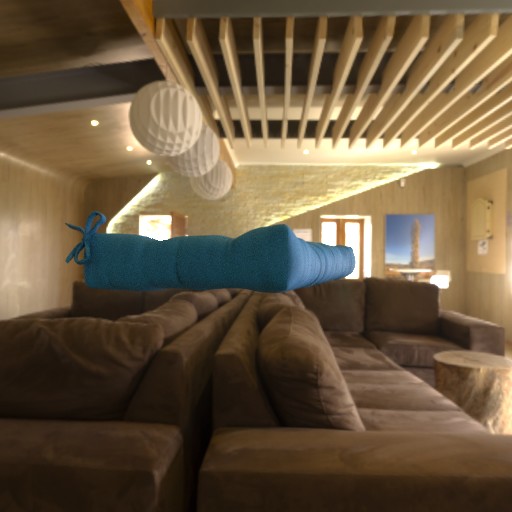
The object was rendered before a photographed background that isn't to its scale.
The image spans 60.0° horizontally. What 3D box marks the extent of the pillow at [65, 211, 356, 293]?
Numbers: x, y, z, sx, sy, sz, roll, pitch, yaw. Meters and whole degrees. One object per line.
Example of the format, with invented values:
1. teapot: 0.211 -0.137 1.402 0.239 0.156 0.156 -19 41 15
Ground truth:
1. pillow: 0.000 0.000 1.367 0.511 0.174 1.194 0 -1 18
